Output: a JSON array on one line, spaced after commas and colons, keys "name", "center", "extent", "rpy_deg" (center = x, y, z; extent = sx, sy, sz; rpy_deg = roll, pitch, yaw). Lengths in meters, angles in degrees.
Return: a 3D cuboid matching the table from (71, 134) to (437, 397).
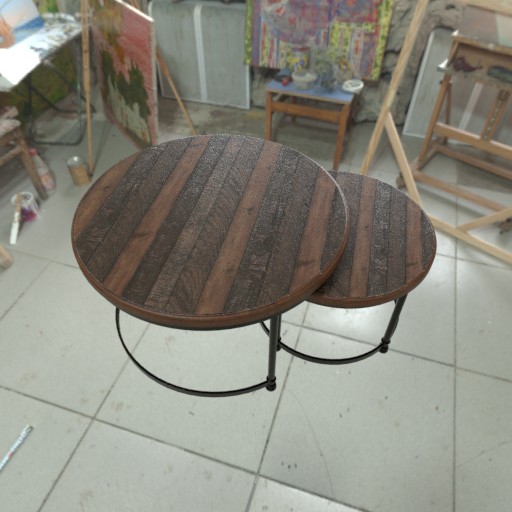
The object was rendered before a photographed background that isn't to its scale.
[{"name": "table", "center": [0.000, 0.000, 1.614], "extent": [1.152, 0.516, 0.870], "rpy_deg": [-8, 47, -8]}]
